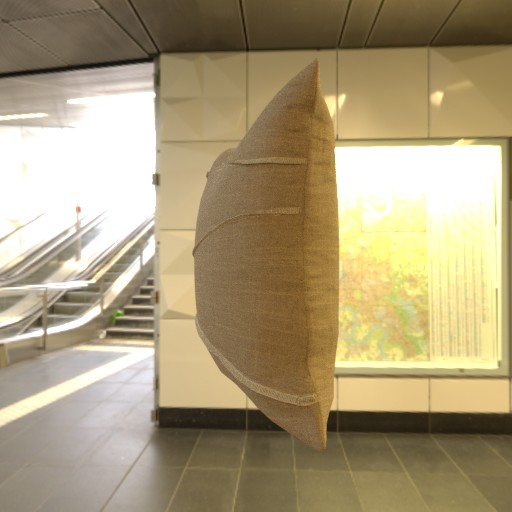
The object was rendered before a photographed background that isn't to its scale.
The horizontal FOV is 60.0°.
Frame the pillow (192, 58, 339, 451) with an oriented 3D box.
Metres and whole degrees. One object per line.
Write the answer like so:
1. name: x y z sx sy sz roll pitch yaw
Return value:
1. pillow: 0.000 0.000 0.639 0.169 0.400 0.424 0 0 -17
